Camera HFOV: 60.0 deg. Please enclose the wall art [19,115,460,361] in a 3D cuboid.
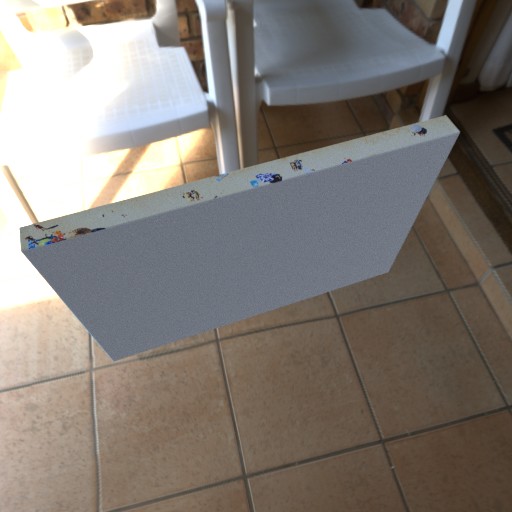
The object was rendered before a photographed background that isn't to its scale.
[{"bbox_3d":[0.000,0.000,1.120,0.894,0.595,0.057,-17,60,-10],"label":"wall art"}]
